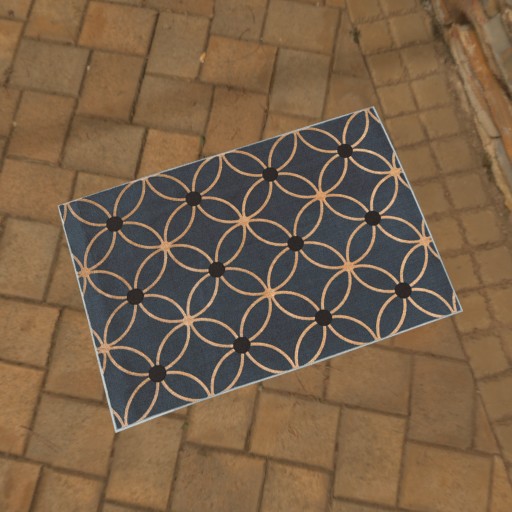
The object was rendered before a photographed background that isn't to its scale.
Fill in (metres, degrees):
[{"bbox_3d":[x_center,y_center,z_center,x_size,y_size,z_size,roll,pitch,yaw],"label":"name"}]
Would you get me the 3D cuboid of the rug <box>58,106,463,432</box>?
[{"bbox_3d":[0.000,0.000,2.884,2.284,0.008,1.522,-18,78,-4],"label":"rug"}]
